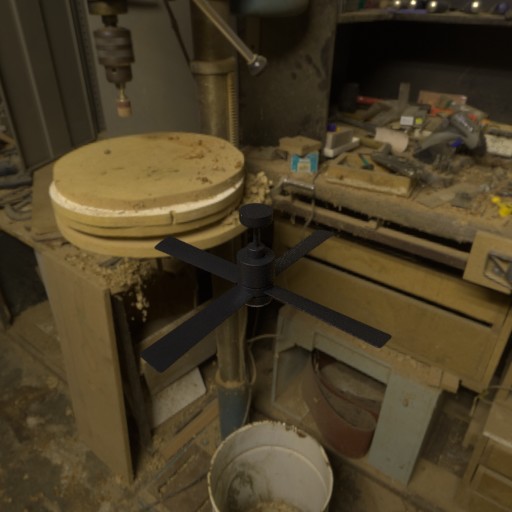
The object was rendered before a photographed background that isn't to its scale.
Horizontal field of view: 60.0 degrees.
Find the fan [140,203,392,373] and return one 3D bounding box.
[{"bbox_3d":[0.000,0.000,2.343,1.525,0.534,1.525,22,38,32],"label":"fan"}]
